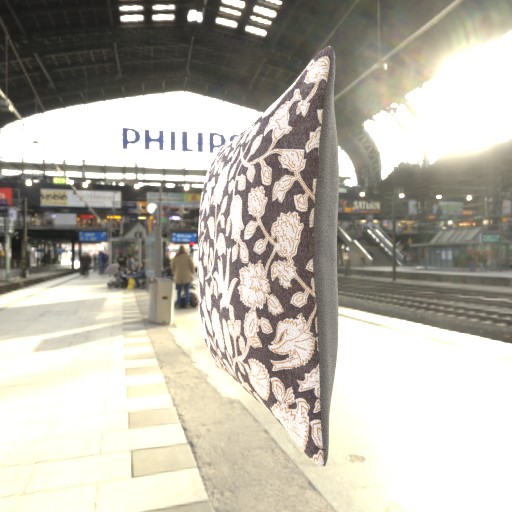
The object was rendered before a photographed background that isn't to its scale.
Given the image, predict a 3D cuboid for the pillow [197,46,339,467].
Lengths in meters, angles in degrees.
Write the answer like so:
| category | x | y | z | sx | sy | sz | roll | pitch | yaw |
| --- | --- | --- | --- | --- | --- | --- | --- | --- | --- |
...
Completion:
| category | x | y | z | sx | sy | sz | roll | pitch | yaw |
| --- | --- | --- | --- | --- | --- | --- | --- | --- | --- |
| pillow | 0.000 | 0.000 | 0.779 | 0.166 | 0.507 | 0.526 | 0 | 0 | -19 |
